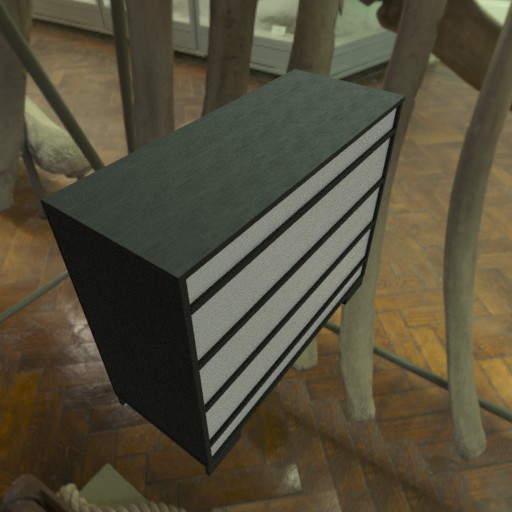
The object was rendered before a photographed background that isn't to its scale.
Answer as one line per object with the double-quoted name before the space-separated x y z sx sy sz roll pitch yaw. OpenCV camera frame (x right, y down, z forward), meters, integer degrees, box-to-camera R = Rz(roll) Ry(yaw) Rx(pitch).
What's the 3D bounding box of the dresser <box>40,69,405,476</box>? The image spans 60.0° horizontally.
"dresser" 0.000 0.000 1.417 0.404 0.816 0.994 26 48 26
